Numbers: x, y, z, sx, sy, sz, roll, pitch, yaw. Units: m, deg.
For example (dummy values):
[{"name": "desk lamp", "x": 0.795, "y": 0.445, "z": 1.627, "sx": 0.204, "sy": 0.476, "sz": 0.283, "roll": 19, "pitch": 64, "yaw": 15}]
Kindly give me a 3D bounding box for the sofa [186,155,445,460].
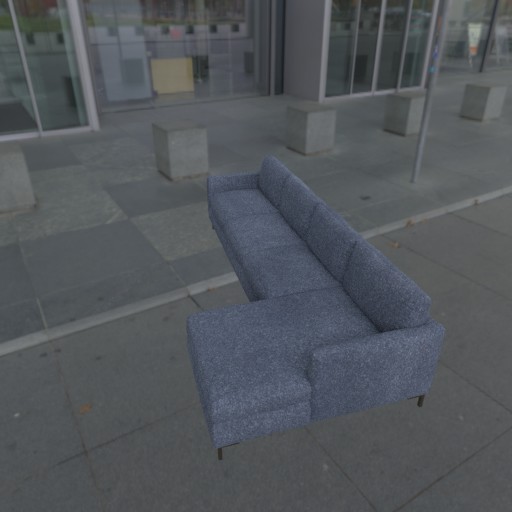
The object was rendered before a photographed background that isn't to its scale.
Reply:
[{"name": "sofa", "x": 0.000, "y": 0.000, "z": 3.561, "sx": 1.350, "sy": 0.810, "sz": 2.932, "roll": -8, "pitch": 30, "yaw": -14}]
